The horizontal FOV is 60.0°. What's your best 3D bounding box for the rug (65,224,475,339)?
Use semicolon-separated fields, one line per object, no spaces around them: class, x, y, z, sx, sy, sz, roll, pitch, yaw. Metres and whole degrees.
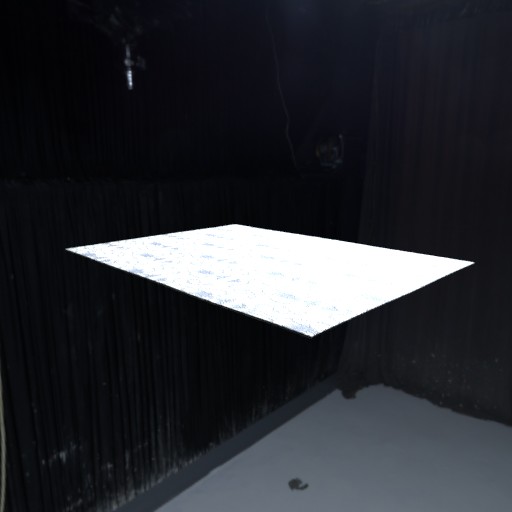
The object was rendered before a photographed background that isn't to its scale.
rug;0.000;0.000;3.014;1.676;0.013;2.261;-12;18;-43
